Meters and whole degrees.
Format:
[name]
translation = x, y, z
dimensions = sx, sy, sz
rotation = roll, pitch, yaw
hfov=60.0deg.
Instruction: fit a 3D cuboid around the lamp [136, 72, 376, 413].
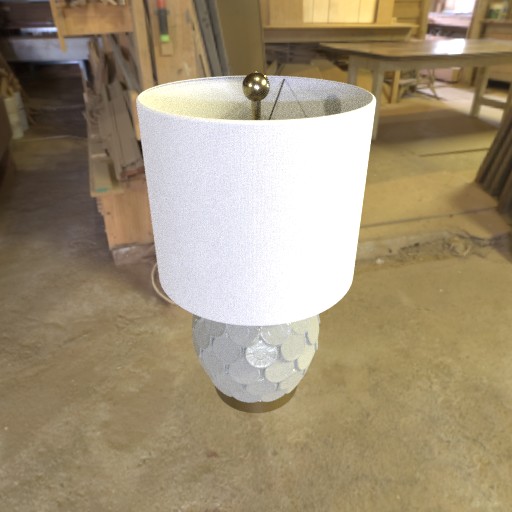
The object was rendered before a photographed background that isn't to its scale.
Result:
[lamp]
translation = 0.000, 0.000, 0.584
dimensions = 0.254, 0.452, 0.254
rotation = 0, 30, 0
